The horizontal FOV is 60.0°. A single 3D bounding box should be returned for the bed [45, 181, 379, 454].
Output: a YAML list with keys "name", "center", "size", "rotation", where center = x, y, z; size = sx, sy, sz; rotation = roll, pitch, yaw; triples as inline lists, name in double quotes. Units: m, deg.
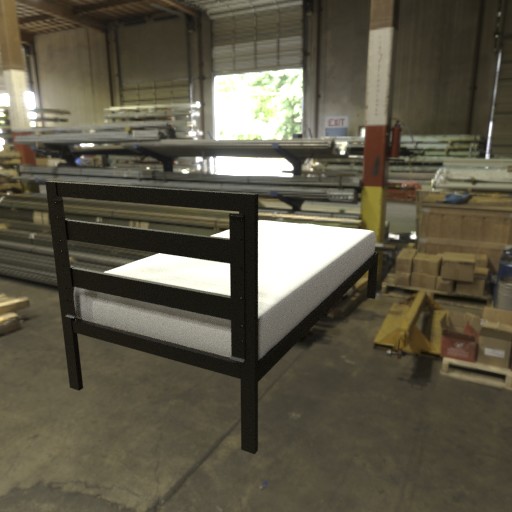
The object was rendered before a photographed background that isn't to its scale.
- name: "bed"
  center: [0.000, 0.000, 2.569]
  size: [0.991, 0.967, 1.930]
  rotation: [8, 17, 27]
